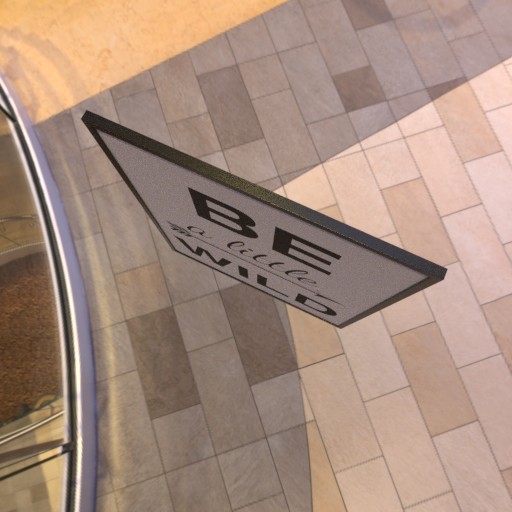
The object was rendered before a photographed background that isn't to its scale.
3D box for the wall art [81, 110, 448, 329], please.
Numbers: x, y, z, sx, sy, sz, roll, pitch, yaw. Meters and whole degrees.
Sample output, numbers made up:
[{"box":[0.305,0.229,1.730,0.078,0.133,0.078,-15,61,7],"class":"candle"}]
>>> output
[{"box":[0.000,0.000,0.772,0.442,0.582,0.013,25,77,6],"class":"wall art"}]
